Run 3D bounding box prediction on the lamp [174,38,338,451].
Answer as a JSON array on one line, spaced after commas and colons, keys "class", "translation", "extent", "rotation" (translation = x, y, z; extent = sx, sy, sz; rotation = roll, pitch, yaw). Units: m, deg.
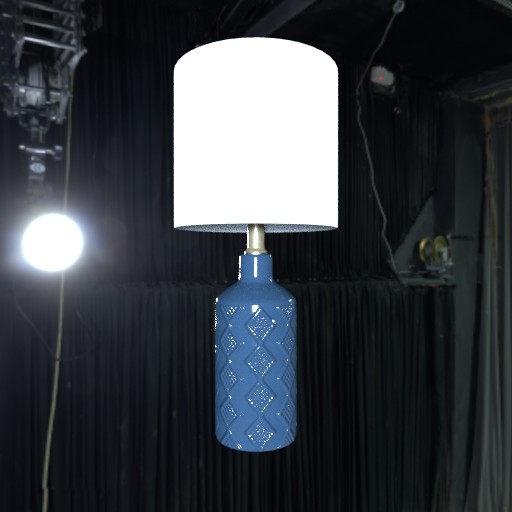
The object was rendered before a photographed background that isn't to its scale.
[{"class": "lamp", "translation": [0.000, 0.000, 0.571], "extent": [0.207, 0.461, 0.207], "rotation": [0, 0, -37]}]
